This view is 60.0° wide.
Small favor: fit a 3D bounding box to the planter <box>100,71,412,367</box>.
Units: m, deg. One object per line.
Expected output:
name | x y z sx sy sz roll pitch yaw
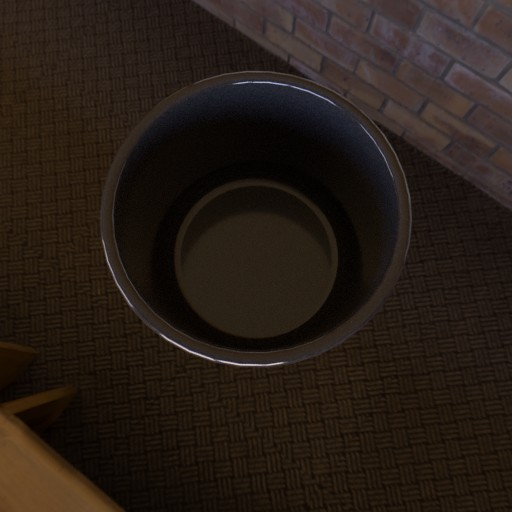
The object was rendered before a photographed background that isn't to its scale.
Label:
planter | 0.000 0.000 0.404 0.196 0.264 0.196 5 76 1
